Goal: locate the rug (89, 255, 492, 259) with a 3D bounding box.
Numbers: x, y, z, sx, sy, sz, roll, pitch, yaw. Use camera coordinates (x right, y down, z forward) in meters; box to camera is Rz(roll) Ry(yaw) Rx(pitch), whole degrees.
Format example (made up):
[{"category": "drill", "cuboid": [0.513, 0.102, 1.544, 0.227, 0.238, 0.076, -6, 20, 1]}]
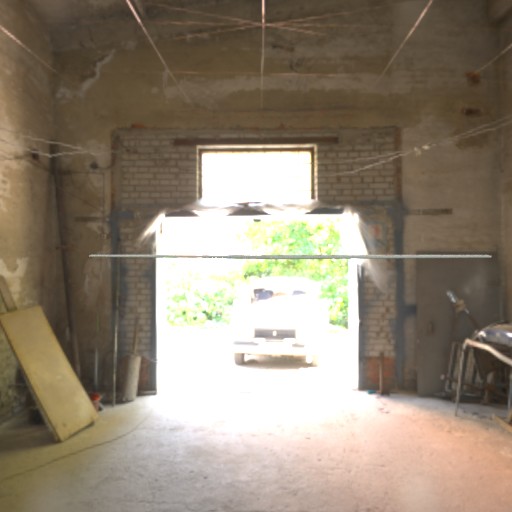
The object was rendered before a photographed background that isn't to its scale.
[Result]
[{"category": "rug", "cuboid": [0.000, 0.000, 2.330, 1.219, 0.012, 1.839, 0, 0, -36]}]
